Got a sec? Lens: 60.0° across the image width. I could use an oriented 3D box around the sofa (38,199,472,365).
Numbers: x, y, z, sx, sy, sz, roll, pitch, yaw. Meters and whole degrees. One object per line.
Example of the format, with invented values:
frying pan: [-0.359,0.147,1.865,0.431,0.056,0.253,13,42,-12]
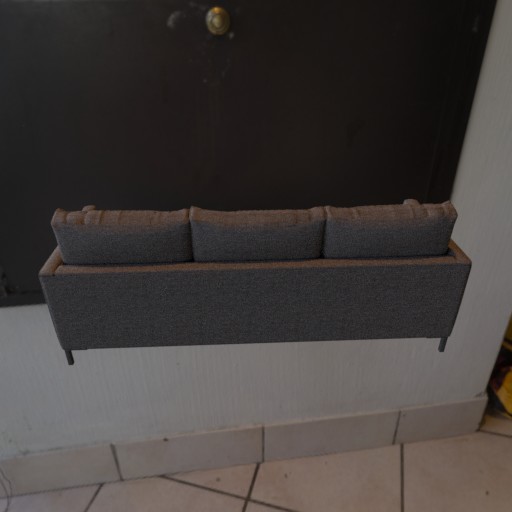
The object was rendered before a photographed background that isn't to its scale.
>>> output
sofa: [0.000,0.000,2.715,2.253,0.882,0.876,-1,30,-2]
